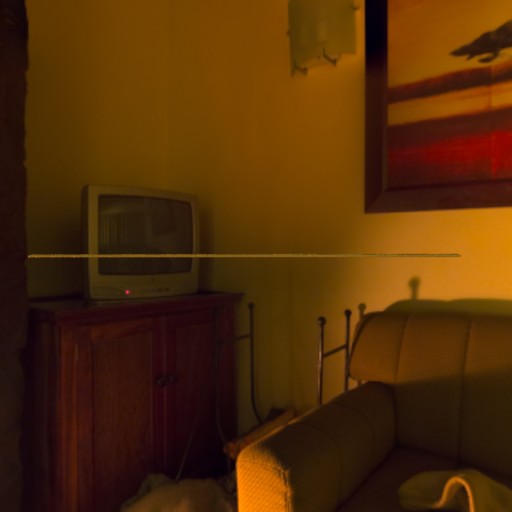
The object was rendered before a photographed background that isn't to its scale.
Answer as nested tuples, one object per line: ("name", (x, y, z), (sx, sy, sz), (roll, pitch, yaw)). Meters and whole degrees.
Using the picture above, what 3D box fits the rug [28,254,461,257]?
("rug", (0.000, 0.000, 2.347), (1.824, 0.012, 1.206), (0, 0, 17))
